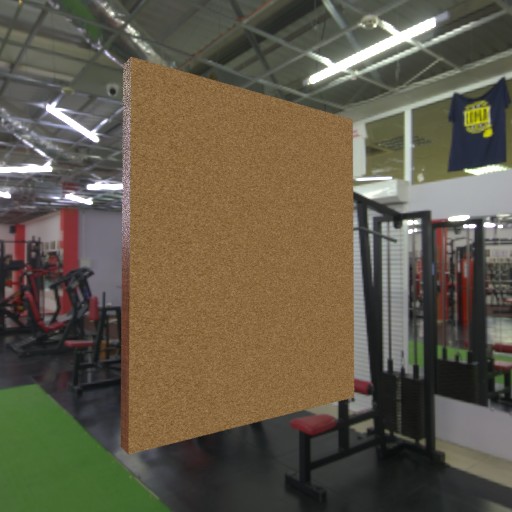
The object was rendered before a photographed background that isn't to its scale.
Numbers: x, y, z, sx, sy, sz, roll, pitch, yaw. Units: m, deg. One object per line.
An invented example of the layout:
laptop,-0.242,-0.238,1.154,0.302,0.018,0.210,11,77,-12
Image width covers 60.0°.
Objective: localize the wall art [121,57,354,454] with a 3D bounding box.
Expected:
wall art,0.000,0.000,0.781,0.467,0.567,0.033,1,-2,-36
